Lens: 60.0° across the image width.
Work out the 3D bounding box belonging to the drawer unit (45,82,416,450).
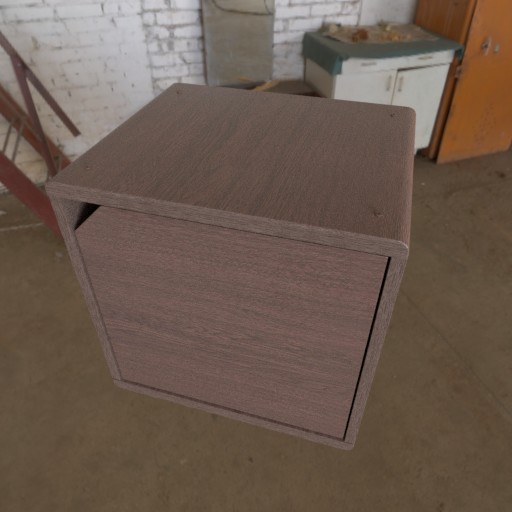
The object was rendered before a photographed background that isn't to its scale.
[{"bbox_3d":[0.000,0.000,0.604,0.344,0.344,0.290,11,41,13],"label":"drawer unit"}]
